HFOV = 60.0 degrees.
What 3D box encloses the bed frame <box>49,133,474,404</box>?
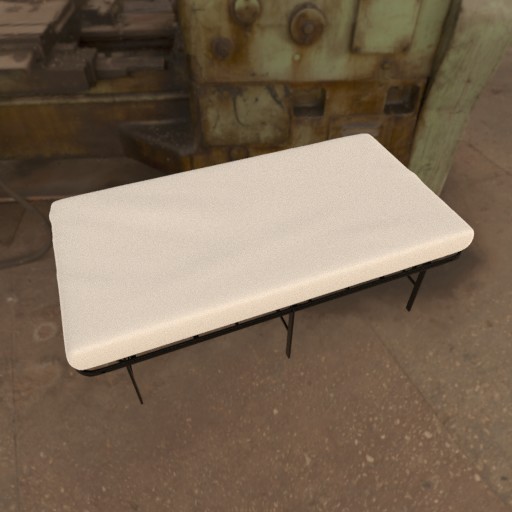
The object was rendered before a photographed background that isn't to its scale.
[{"bbox_3d":[0.000,0.000,2.372,1.903,0.619,0.989,-16,48,-15],"label":"bed frame"}]
